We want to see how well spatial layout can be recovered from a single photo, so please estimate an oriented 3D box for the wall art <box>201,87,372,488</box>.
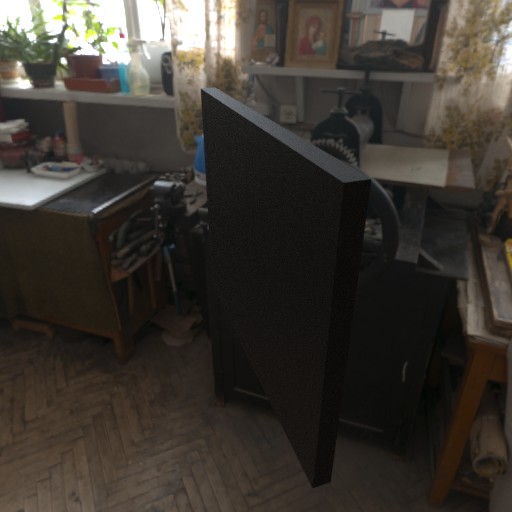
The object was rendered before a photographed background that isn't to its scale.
[{"bbox_3d":[0.000,0.000,0.750,0.029,0.457,0.558,-10,31,-17],"label":"wall art"}]
